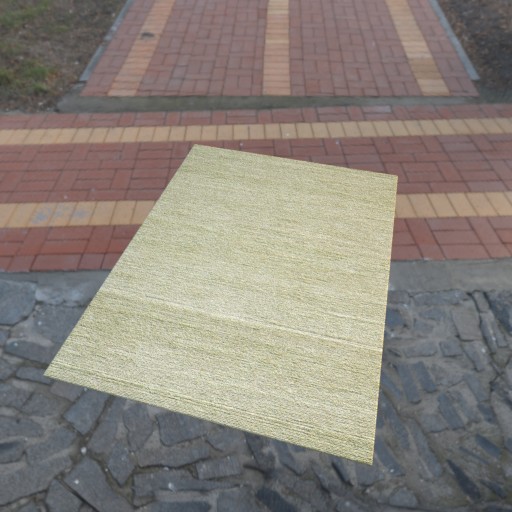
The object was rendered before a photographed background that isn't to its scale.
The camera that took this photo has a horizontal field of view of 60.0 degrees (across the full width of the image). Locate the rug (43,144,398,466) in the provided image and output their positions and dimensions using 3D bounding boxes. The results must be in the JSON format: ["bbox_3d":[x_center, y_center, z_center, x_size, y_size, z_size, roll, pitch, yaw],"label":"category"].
[{"bbox_3d":[0.000,0.000,4.137,2.425,0.016,3.198,11,48,10],"label":"rug"}]
